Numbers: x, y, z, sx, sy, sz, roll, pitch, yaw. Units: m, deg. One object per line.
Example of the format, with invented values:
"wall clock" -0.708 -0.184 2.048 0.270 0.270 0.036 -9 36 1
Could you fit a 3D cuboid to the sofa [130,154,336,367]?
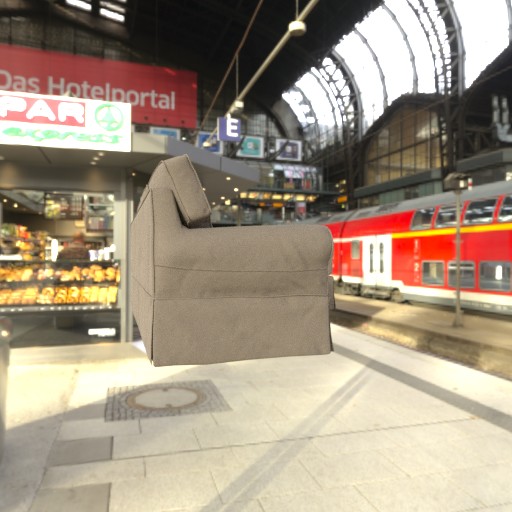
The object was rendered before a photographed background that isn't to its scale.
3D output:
"sofa" 0.000 0.000 3.324 1.733 0.978 2.475 0 0 -18
